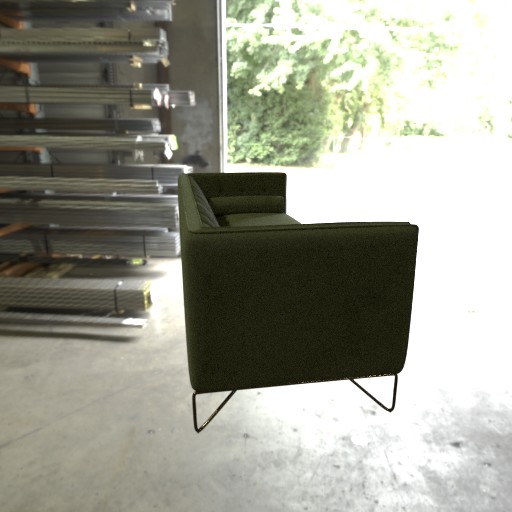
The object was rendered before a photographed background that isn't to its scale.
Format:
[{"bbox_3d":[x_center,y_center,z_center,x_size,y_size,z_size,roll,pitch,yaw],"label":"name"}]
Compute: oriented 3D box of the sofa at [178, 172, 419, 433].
[{"bbox_3d":[0.000,0.000,2.598,0.867,0.789,2.087,-3,16,-10],"label":"sofa"}]
